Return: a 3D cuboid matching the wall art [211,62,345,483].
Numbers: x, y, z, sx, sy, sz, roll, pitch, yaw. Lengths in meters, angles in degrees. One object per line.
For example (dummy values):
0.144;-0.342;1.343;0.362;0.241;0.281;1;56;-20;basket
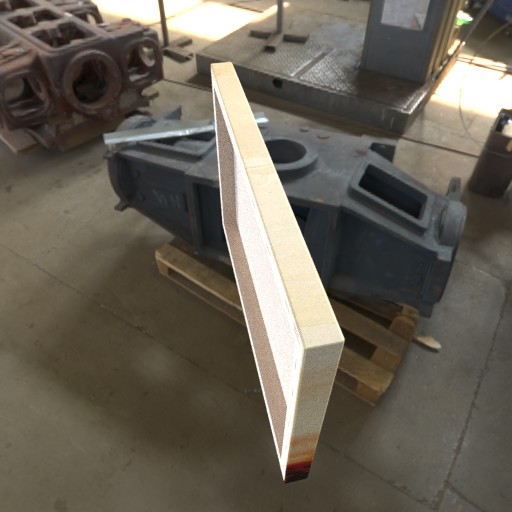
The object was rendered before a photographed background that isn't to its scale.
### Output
0.000;0.000;0.759;0.040;0.402;0.613;-9;48;-8;wall art
